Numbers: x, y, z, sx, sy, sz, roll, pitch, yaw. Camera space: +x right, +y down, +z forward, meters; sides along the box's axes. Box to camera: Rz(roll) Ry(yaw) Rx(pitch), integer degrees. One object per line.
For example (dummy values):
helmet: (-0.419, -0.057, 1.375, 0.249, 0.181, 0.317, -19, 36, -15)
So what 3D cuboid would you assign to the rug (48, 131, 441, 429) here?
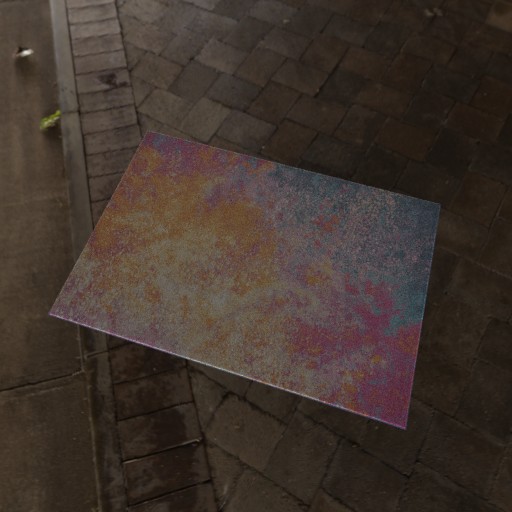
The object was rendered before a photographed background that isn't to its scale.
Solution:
rug: (0.000, 0.000, 3.799, 2.896, 0.013, 2.007, 16, 65, 8)
